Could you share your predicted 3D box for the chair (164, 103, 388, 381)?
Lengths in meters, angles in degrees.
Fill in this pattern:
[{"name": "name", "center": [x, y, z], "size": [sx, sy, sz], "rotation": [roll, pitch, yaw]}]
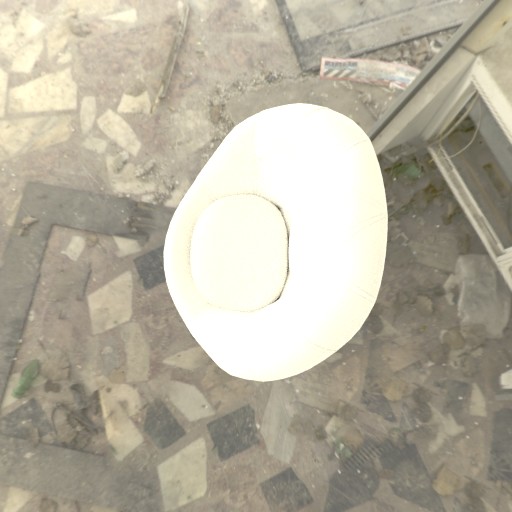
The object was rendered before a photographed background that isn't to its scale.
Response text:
[{"name": "chair", "center": [0.000, 0.000, 1.801], "size": [0.736, 1.261, 0.940], "rotation": [1, 78, 0]}]
